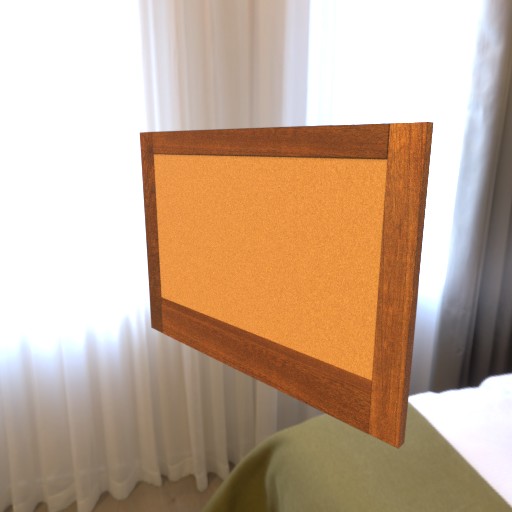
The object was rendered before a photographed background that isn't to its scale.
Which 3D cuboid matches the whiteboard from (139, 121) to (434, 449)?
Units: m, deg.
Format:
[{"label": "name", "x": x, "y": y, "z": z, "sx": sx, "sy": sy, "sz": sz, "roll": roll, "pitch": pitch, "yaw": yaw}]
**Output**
[{"label": "whiteboard", "x": 0.000, "y": 0.000, "z": 1.013, "sx": 0.783, "sy": 0.559, "sz": 0.083, "roll": 13, "pitch": 19, "yaw": 42}]
